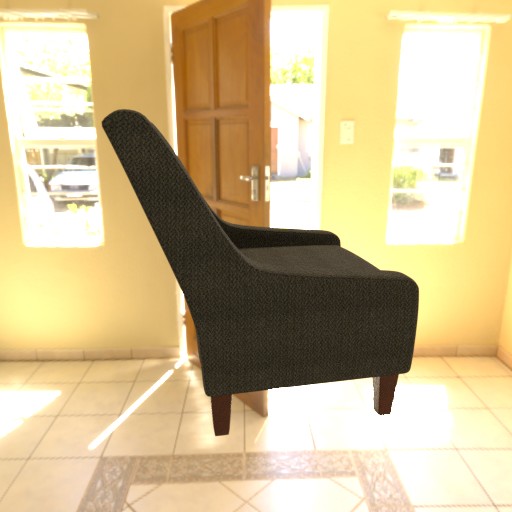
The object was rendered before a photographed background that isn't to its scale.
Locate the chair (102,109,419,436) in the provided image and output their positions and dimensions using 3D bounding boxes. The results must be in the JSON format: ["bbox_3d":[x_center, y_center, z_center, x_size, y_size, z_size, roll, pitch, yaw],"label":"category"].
[{"bbox_3d":[0.000,0.000,1.684,0.944,1.012,0.793,-3,15,-11],"label":"chair"}]
